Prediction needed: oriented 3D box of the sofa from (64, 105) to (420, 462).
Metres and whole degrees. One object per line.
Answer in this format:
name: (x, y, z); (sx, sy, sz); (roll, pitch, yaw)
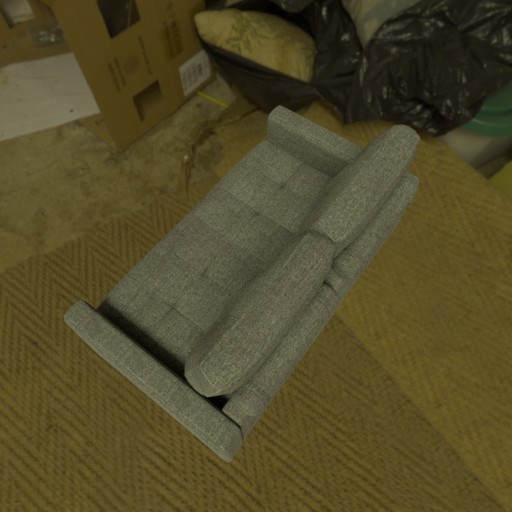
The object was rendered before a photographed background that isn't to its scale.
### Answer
sofa: (0.000, 0.000, 1.909); (0.842, 0.907, 1.407); (33, 66, 17)
